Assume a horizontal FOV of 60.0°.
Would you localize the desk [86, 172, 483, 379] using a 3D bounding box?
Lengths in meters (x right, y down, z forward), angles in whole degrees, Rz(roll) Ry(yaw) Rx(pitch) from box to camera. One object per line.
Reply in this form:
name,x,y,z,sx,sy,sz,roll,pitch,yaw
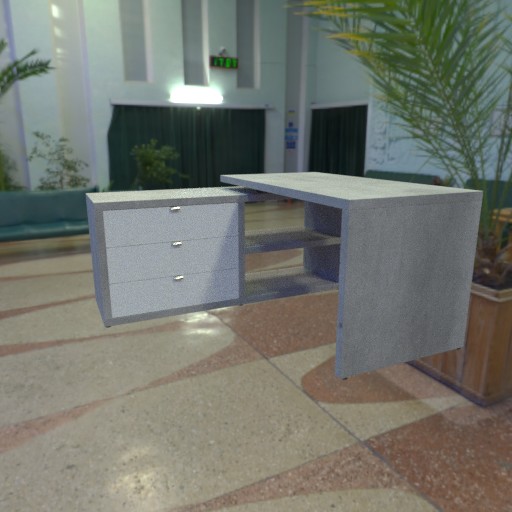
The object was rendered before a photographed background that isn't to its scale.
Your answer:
desk,0.000,0.000,2.302,1.500,0.740,1.400,-7,16,-24
